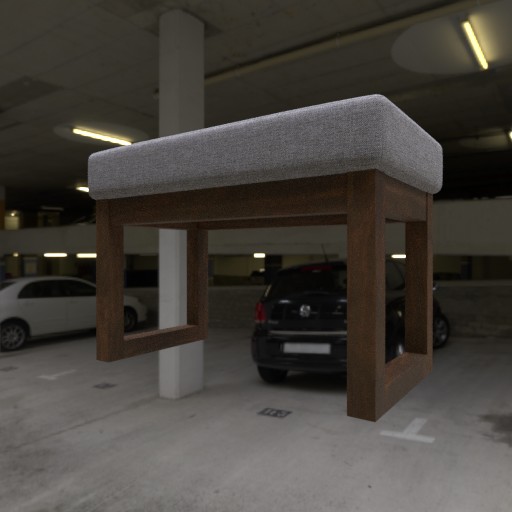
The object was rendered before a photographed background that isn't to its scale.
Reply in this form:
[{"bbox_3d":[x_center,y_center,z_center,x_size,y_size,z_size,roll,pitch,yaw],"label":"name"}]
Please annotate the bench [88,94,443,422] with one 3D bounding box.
[{"bbox_3d":[0.000,0.000,0.946,0.681,0.467,0.366,0,1,35],"label":"bench"}]
